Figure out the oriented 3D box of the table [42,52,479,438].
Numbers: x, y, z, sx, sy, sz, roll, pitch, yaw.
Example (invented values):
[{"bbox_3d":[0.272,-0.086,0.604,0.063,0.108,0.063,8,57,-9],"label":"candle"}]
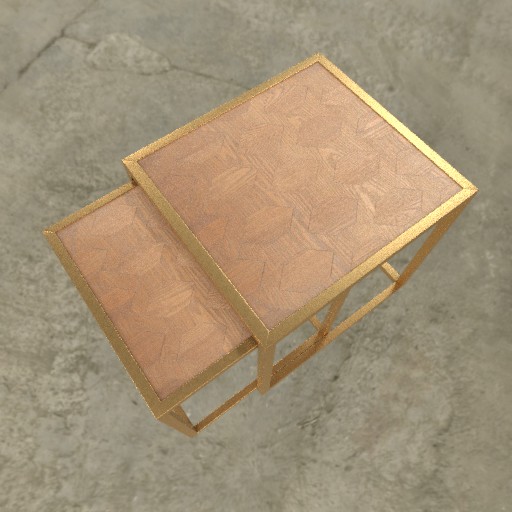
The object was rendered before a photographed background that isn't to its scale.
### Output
[{"bbox_3d":[0.000,0.000,1.115,0.762,0.505,0.505,-34,69,-15],"label":"table"}]
